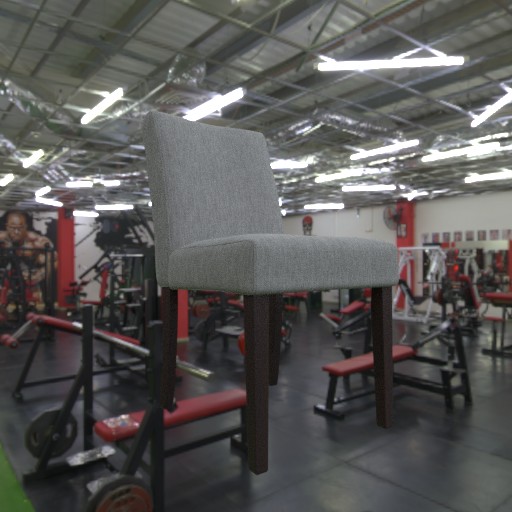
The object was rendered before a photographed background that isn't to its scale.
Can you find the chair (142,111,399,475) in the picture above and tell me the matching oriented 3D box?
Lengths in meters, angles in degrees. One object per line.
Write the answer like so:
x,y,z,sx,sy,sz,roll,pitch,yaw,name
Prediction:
0.000,0.000,1.260,0.487,0.884,0.629,0,0,-36,chair
